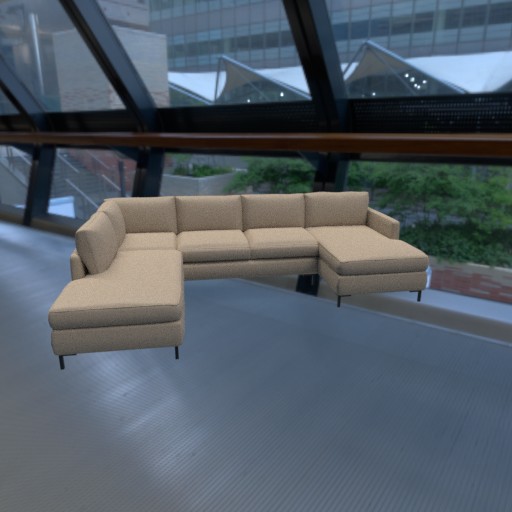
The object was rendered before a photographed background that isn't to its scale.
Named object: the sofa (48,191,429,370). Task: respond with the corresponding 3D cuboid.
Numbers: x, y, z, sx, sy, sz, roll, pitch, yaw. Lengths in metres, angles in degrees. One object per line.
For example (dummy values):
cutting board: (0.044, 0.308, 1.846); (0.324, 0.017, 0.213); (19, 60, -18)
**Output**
sofa: (0.000, 0.000, 3.609); (2.737, 0.756, 1.879); (-3, 17, -9)
